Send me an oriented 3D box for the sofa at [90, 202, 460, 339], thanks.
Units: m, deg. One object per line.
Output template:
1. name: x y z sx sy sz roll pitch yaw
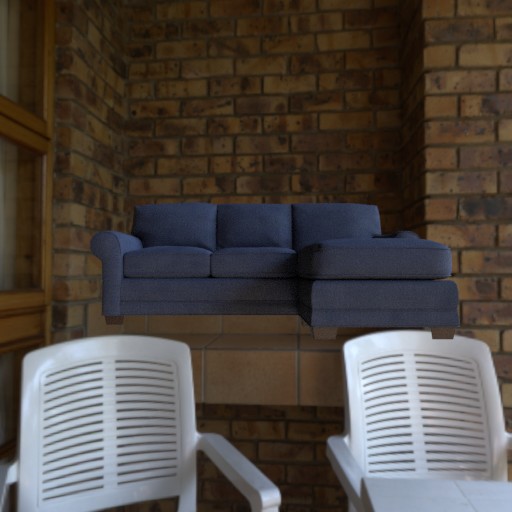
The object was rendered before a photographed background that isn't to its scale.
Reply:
1. sofa: 0.000 0.000 3.518 2.567 1.063 1.780 0 -2 0
